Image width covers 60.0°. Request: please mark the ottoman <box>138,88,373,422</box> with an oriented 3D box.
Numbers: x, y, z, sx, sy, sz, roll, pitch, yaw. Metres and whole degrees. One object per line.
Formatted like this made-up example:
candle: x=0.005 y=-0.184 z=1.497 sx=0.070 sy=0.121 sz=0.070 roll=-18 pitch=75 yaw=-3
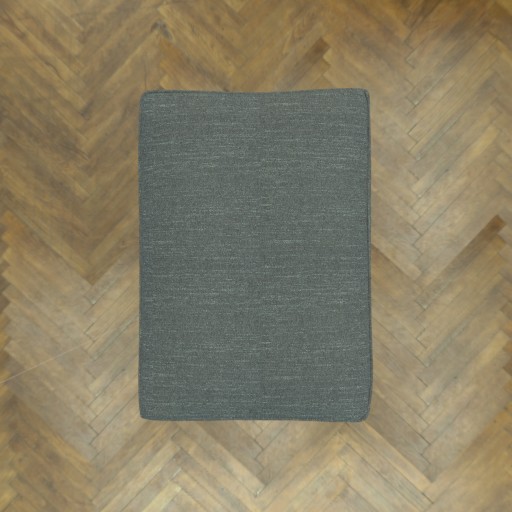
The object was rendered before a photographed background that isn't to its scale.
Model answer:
ottoman: x=0.000 y=0.000 z=1.033 sx=0.508 sy=0.406 sz=0.686 roll=0 pitch=89 yaw=1
